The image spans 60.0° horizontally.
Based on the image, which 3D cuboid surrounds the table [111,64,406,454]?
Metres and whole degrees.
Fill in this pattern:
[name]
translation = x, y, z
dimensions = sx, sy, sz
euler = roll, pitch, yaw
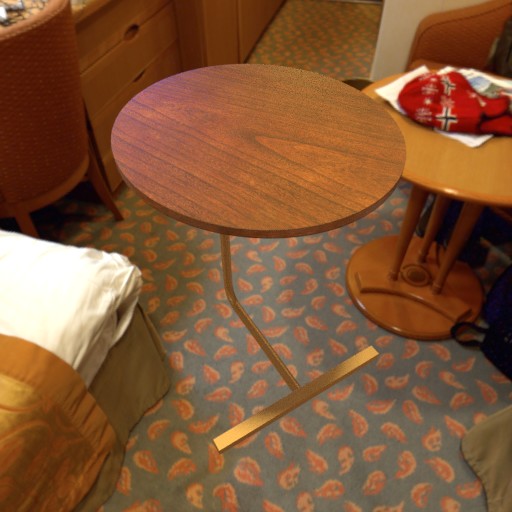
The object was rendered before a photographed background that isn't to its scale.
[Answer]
[table]
translation = 0.000, 0.000, 1.095
dimensions = 0.530, 0.706, 0.577
euler = -24, 51, -21
